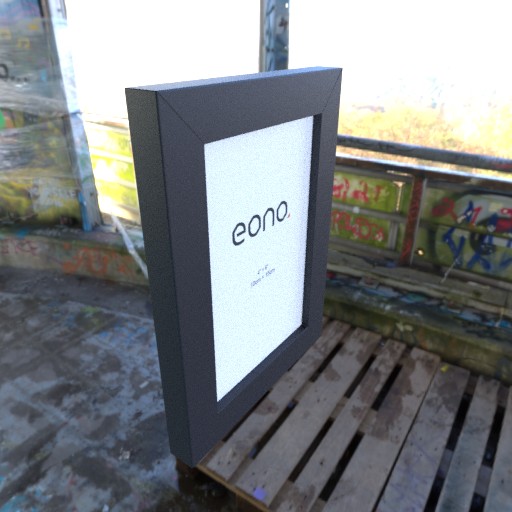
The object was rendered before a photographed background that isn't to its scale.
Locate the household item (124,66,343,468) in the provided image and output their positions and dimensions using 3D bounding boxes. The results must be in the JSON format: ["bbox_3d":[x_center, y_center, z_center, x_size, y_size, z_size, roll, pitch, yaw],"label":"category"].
[{"bbox_3d":[0.000,0.000,0.234,0.022,0.178,0.133,18,32,31],"label":"household item"}]
